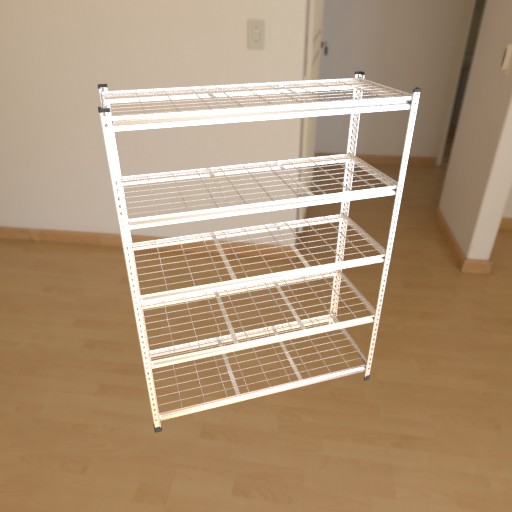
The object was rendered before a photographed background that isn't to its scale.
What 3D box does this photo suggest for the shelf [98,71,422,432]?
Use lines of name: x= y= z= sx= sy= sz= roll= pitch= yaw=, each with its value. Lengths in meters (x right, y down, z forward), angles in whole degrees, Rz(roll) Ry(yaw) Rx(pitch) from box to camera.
shelf: x=0.000 y=0.000 z=2.734 sx=1.524 sy=1.981 sz=0.610 roll=-9 pitch=32 yaw=-15
